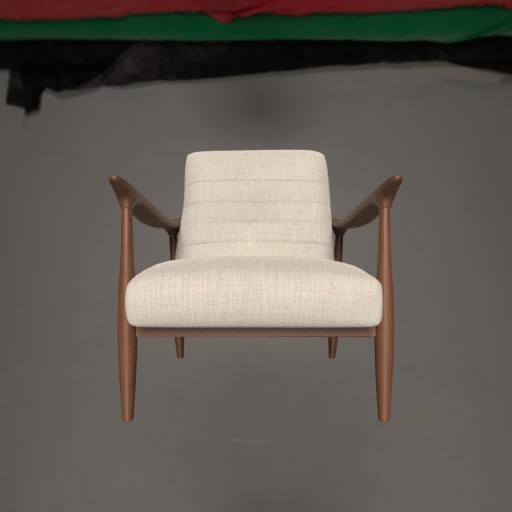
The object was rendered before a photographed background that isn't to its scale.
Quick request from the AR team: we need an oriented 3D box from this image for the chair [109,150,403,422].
[{"bbox_3d":[0.000,0.000,1.425,0.741,0.832,0.798,0,1,0],"label":"chair"}]
